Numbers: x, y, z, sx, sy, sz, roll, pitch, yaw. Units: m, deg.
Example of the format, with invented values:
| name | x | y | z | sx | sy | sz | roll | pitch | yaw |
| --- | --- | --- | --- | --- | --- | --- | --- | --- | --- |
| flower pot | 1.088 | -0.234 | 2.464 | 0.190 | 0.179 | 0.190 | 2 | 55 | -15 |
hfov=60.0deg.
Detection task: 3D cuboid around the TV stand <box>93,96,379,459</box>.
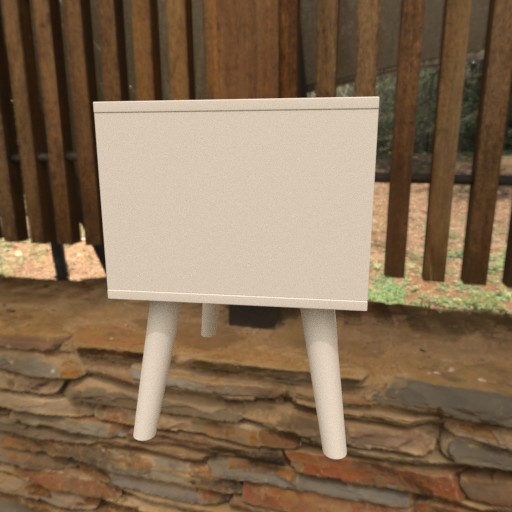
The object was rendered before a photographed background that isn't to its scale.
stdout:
| name | x | y | z | sx | sy | sz | roll | pitch | yaw |
| --- | --- | --- | --- | --- | --- | --- | --- | --- | --- |
| TV stand | 0.000 | 0.000 | 0.922 | 0.405 | 0.559 | 0.508 | 2 | 13 | 8 |
